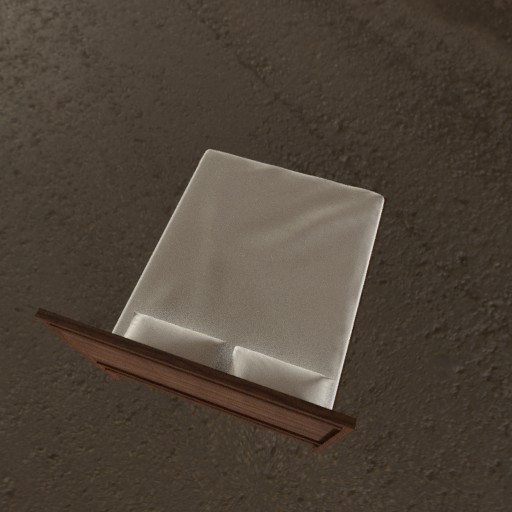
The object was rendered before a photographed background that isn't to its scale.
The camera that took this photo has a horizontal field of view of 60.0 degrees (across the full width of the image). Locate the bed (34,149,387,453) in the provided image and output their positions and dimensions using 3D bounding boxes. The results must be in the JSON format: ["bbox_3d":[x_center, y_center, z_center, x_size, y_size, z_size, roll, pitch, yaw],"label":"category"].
[{"bbox_3d":[0.000,0.000,3.398,1.765,1.487,2.218,17,63,9],"label":"bed"}]
